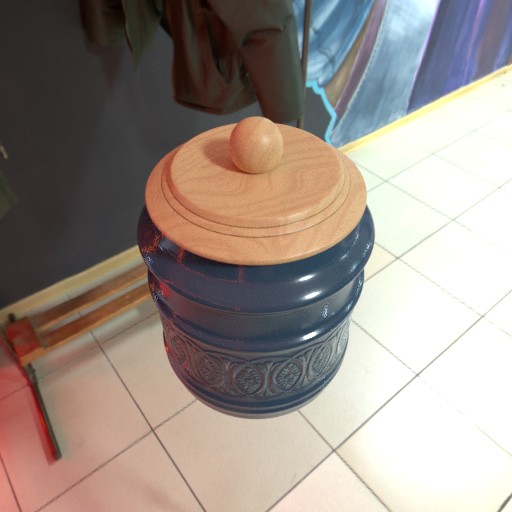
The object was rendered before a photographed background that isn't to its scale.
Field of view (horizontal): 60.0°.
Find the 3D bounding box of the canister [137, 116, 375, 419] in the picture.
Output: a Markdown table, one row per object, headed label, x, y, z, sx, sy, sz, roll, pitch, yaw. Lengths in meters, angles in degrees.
| label | x | y | z | sx | sy | sz | roll | pitch | yaw |
| --- | --- | --- | --- | --- | --- | --- | --- | --- | --- |
| canister | 0.000 | 0.000 | 0.266 | 0.130 | 0.176 | 0.130 | 0 | 45 | 0 |
